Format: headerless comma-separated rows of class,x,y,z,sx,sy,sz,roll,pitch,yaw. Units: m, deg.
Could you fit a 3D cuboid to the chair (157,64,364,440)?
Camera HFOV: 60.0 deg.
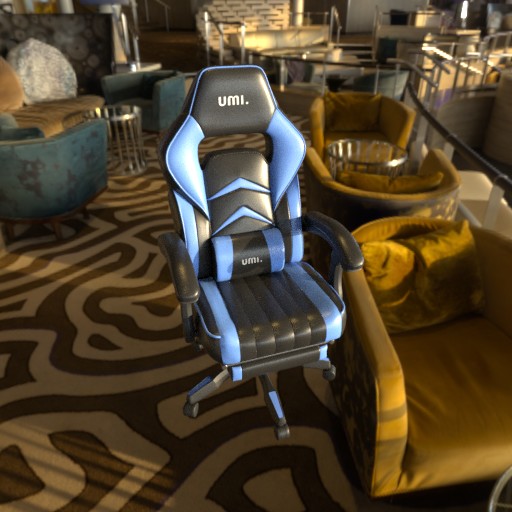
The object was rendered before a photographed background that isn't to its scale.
chair,0.000,0.000,1.683,0.700,1.280,0.700,-10,31,-16
